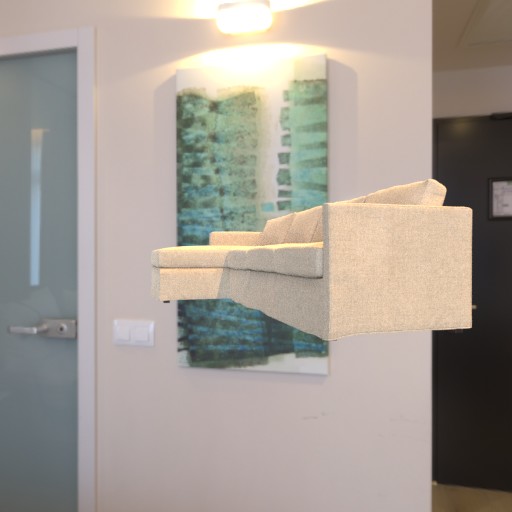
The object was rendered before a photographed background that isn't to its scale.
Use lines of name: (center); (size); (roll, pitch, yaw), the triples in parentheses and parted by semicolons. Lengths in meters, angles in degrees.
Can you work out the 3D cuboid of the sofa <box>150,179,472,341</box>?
sofa: (0.000, 0.000, 3.834); (1.650, 0.922, 3.205); (0, 0, -17)
